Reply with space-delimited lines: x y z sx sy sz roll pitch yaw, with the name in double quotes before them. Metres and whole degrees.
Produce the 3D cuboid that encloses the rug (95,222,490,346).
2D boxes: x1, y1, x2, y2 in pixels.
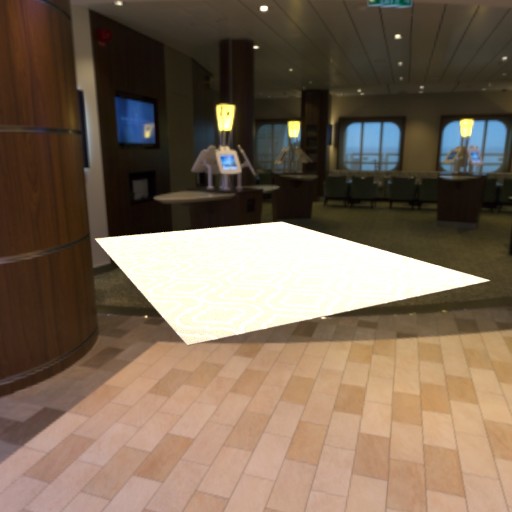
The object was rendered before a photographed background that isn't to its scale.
"rug" 0.000 0.000 3.911 2.283 0.006 2.892 -7 16 -27
